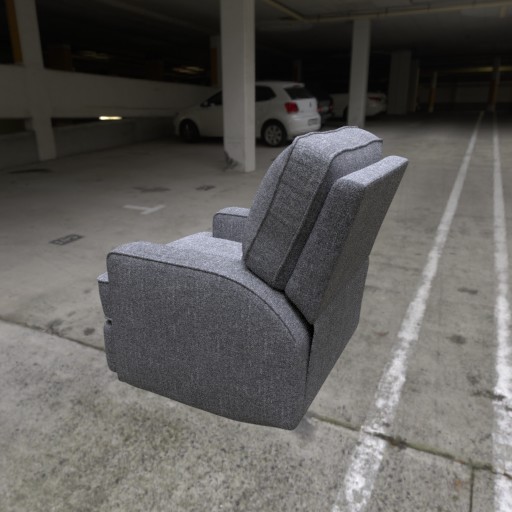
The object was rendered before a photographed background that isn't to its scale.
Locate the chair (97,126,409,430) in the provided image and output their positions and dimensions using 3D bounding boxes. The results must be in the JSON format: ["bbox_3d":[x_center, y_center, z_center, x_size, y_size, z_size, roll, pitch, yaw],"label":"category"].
[{"bbox_3d":[0.000,0.000,1.716,0.964,0.962,0.861,9,20,25],"label":"chair"}]
